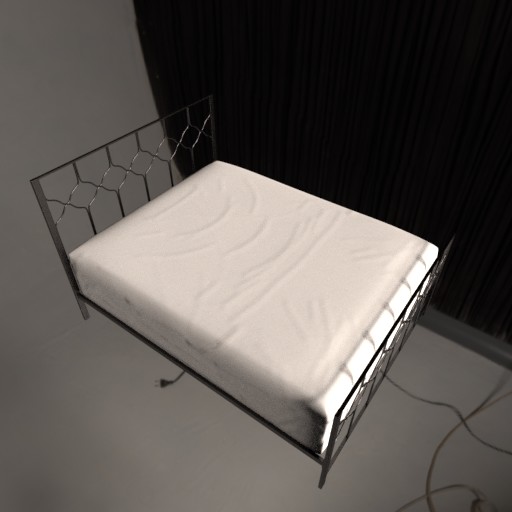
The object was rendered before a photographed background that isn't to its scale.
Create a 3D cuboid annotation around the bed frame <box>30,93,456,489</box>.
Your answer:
[{"bbox_3d":[0.000,0.000,2.979,2.063,1.222,1.597,26,48,26],"label":"bed frame"}]
